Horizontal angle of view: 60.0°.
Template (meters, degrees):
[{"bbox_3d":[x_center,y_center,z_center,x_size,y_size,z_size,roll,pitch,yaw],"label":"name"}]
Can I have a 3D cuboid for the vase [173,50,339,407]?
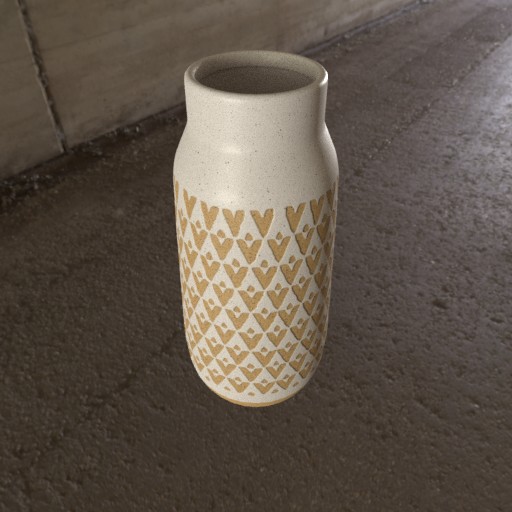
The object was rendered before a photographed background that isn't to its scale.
[{"bbox_3d":[0.000,0.000,0.378,0.137,0.307,0.137,0,40,0],"label":"vase"}]
